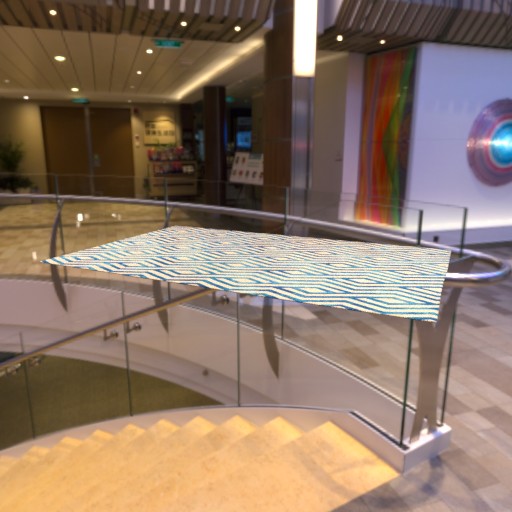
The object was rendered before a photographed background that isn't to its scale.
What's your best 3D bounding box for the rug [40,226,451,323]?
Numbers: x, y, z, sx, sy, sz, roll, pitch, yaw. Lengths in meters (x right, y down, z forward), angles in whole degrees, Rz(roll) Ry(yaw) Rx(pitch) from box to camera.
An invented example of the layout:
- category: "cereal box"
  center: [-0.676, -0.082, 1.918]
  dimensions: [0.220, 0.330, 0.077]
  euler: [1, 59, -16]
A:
- category: "rug"
  center: [0.000, 0.000, 3.079]
  dimensions: [2.439, 0.008, 1.531]
  euler: [6, 15, 25]
